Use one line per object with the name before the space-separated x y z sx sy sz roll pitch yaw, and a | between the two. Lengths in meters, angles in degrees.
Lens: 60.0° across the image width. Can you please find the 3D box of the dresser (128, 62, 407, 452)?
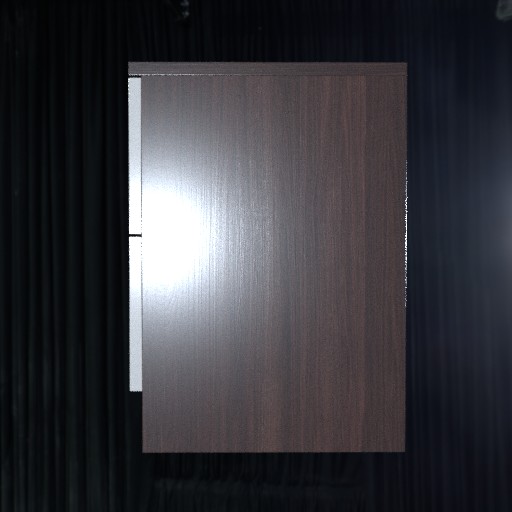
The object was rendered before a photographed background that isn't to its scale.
dresser | 0.000 0.000 0.734 0.360 0.470 0.400 0 1 0
